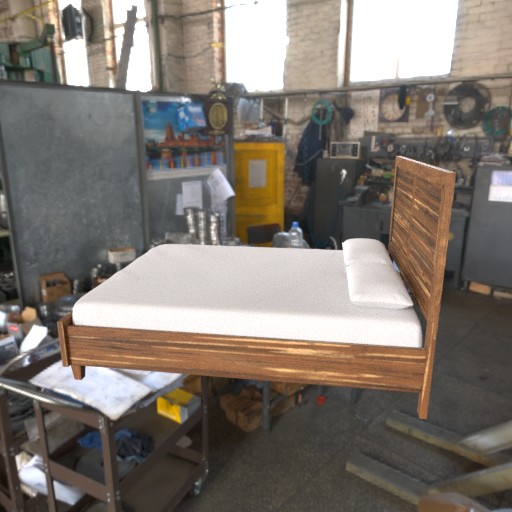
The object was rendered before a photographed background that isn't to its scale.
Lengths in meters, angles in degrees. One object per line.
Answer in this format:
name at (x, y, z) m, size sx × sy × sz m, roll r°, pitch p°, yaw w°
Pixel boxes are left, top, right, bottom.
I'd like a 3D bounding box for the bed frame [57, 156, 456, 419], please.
bed frame at (0.000, 0.000, 3.363) m, size 2.276 × 1.417 × 1.696 m, roll 2°, pitch 16°, yaw 8°
